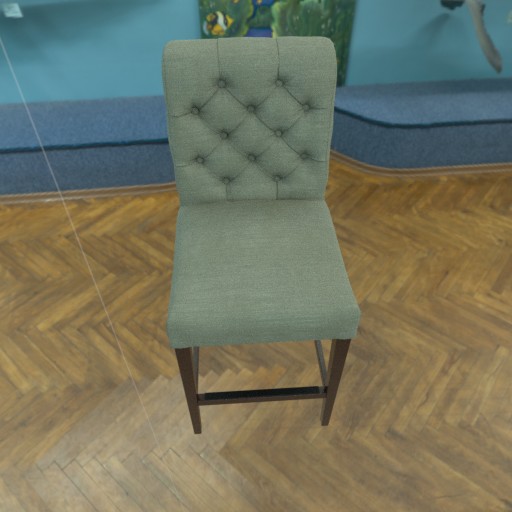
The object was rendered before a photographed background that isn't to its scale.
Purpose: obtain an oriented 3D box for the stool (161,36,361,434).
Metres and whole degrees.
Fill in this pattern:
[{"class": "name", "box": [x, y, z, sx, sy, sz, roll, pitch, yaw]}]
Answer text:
[{"class": "stool", "box": [0.000, 0.000, 1.371, 0.486, 1.084, 0.660, -3, 45, -3]}]
